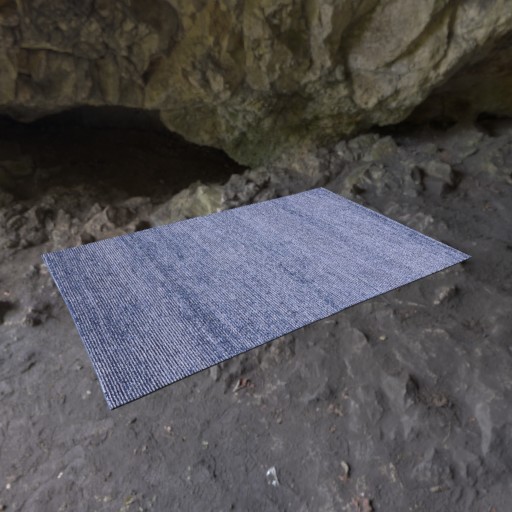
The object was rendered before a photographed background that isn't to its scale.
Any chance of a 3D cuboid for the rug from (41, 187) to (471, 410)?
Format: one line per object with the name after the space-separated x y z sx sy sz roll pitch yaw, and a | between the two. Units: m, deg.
0.000 0.000 2.167 1.777 0.021 1.145 -17 33 -28 | rug
